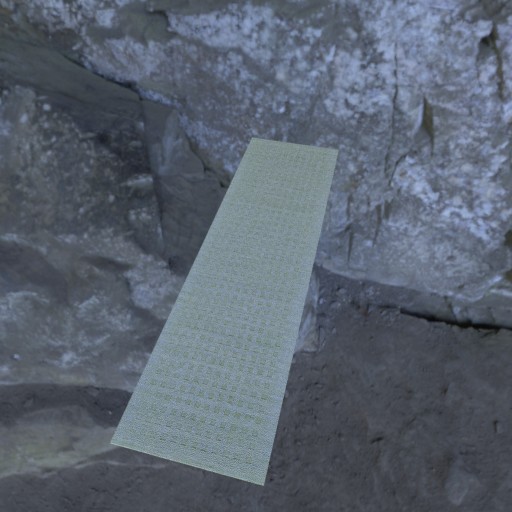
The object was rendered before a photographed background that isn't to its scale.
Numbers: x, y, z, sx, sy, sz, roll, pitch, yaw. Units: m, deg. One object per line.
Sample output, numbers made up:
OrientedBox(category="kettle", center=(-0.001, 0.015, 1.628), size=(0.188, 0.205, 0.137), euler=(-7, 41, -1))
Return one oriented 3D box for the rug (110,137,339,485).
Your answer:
OrientedBox(category="rug", center=(0.000, 0.000, 2.661), size=(0.686, 0.006, 2.437), euler=(11, 49, 10))
